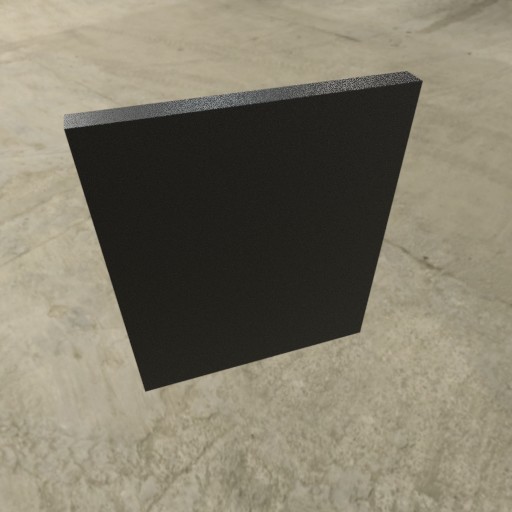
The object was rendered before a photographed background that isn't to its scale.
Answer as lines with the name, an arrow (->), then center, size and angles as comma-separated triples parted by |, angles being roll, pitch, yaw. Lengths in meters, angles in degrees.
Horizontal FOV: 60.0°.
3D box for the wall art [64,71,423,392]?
wall art -> 0.000, 0.000, 0.521 | 0.325, 0.380, 0.028 | -12, 43, -13
